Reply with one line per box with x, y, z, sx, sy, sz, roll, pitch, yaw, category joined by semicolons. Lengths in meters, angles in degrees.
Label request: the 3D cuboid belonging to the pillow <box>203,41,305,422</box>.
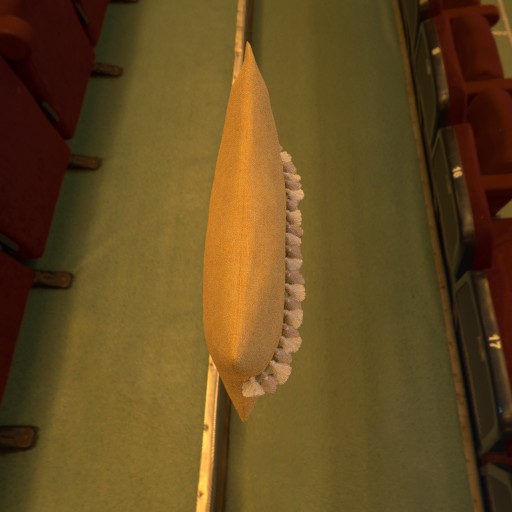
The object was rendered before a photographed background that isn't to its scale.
0.000;0.000;0.751;0.167;0.481;0.485;1;64;1;pillow
